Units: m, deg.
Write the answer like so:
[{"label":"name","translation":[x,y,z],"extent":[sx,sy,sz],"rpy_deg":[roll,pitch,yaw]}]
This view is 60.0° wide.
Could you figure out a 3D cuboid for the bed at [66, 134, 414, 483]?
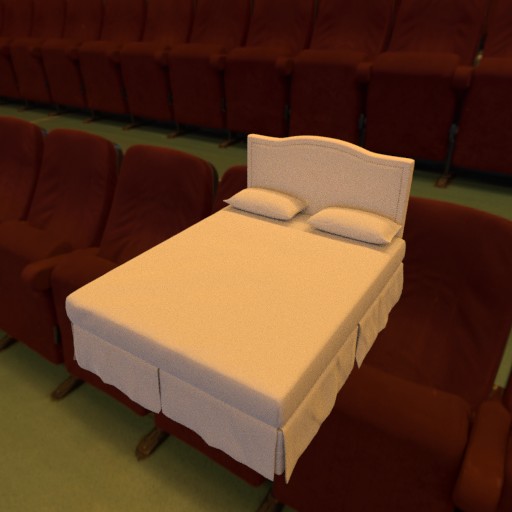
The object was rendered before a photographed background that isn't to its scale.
[{"label":"bed","translation":[0.000,0.000,3.640],"extent":[1.977,1.437,2.477],"rpy_deg":[17,33,28]}]
